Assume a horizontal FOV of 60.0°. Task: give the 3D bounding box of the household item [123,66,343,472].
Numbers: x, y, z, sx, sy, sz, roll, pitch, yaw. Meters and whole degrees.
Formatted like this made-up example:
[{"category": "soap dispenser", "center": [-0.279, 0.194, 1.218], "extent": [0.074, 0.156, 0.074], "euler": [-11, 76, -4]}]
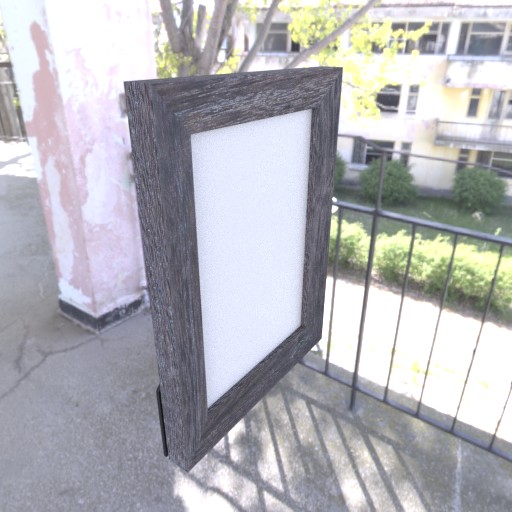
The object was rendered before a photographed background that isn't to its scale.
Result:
[{"category": "household item", "center": [0.000, 0.000, 0.274], "extent": [0.020, 0.210, 0.160], "euler": [18, 31, 32]}]
